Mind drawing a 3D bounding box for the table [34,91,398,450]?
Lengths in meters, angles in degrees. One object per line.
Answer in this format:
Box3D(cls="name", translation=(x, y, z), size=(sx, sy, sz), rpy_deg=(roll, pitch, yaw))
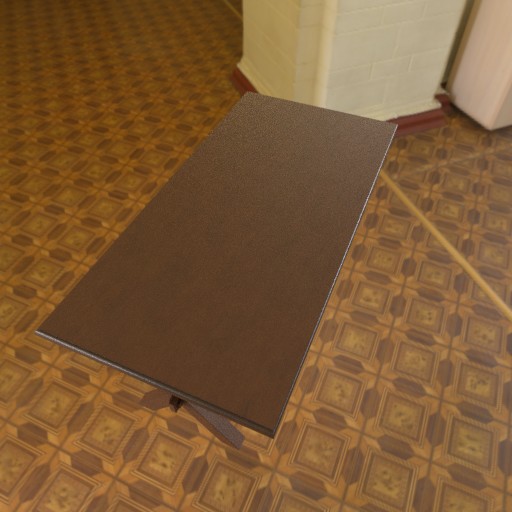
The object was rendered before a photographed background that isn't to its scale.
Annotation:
Box3D(cls="table", translation=(0.000, 0.000, 1.471), size=(0.594, 0.459, 1.197), rpy_deg=(18, 51, 15))
